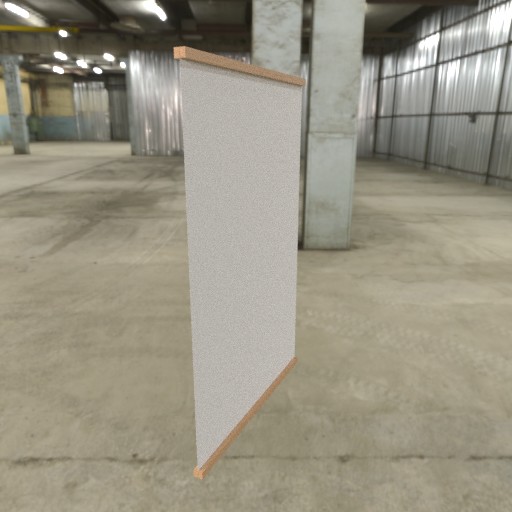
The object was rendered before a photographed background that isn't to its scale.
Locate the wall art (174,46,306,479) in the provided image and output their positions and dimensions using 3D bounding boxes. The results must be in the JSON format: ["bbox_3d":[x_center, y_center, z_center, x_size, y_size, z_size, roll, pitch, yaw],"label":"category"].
[{"bbox_3d":[0.000,0.000,0.774,0.016,0.611,0.401,8,18,25],"label":"wall art"}]
